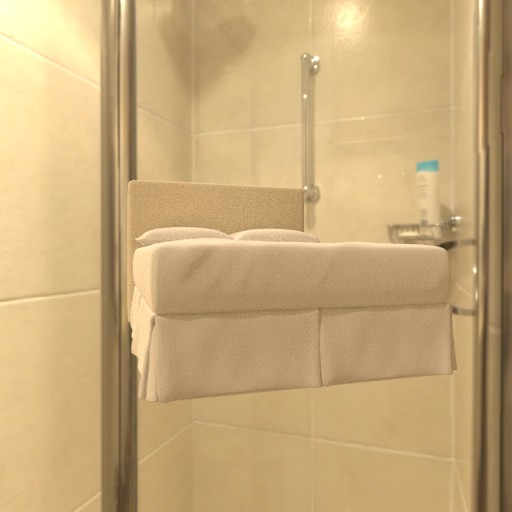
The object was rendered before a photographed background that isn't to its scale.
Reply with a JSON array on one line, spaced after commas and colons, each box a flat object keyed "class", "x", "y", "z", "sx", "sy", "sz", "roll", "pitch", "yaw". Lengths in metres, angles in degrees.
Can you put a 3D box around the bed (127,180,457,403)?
[{"class": "bed", "x": 0.000, "y": 0.000, "z": 3.154, "sx": 1.714, "sy": 1.330, "sz": 2.147, "roll": 0, "pitch": 0, "yaw": -18}]
